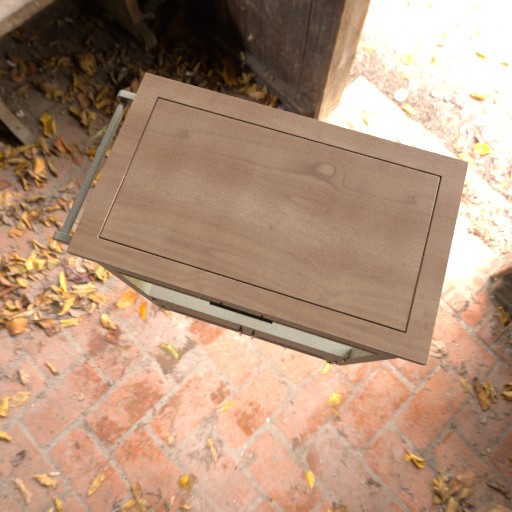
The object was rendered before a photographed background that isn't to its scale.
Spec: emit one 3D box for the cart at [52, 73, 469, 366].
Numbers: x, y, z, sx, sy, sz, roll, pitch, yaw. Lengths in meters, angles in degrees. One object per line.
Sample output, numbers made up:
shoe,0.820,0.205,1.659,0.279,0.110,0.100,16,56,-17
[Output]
cart,0.000,0.000,1.386,0.840,0.901,0.459,17,75,5
